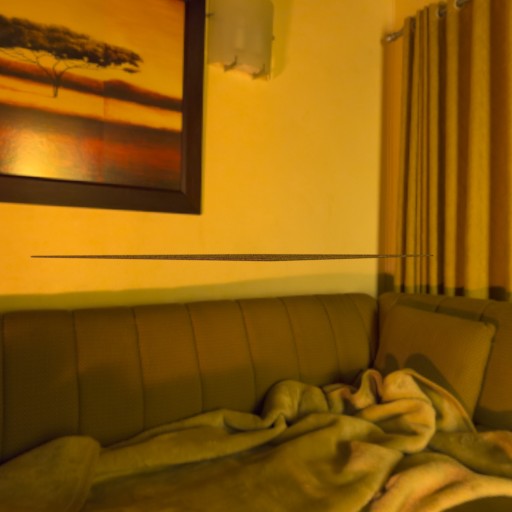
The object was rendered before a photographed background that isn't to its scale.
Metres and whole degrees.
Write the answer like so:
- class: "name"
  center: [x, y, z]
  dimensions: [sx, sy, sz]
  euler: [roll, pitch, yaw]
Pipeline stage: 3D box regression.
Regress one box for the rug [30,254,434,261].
- class: "rug"
  center: [0.000, 0.000, 4.200]
  dimensions: [2.441, 0.016, 3.050]
  euler: [0, 1, 36]
